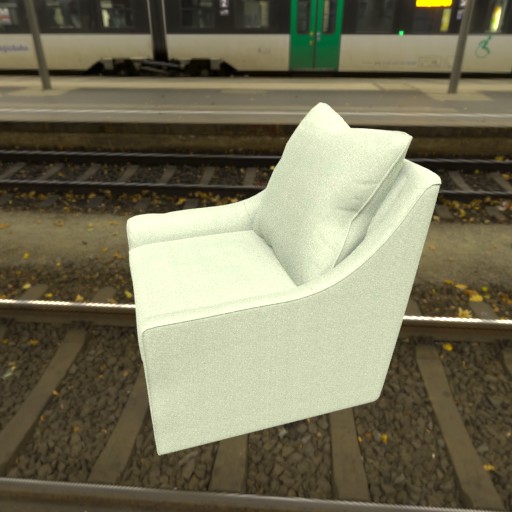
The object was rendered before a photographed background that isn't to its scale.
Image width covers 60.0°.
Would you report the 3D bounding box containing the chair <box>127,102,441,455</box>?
[{"bbox_3d":[0.000,0.000,1.572,0.870,0.926,0.760,-8,29,-15],"label":"chair"}]
